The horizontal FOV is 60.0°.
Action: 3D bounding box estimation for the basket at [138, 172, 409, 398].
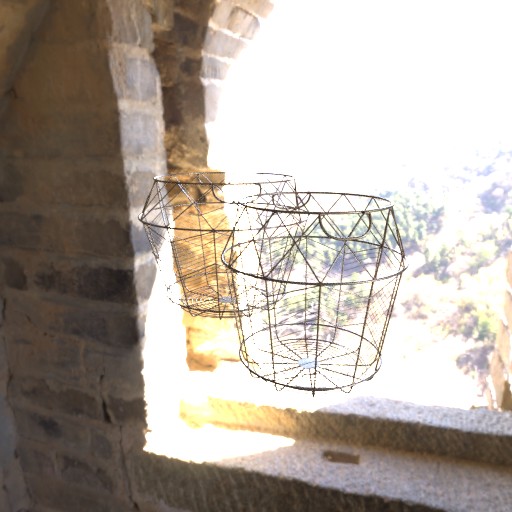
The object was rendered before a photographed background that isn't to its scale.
[{"bbox_3d":[0.000,0.000,1.042,0.451,0.343,0.805,-7,16,-26],"label":"basket"}]
